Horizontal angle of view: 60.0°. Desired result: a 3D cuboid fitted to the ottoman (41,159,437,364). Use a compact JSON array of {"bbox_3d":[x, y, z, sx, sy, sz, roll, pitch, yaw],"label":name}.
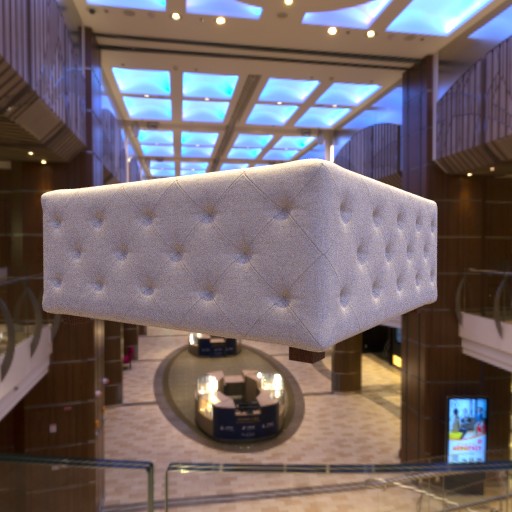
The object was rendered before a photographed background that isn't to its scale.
[{"bbox_3d":[0.000,0.000,1.586,1.028,0.439,1.028,1,1,34],"label":"ottoman"}]
